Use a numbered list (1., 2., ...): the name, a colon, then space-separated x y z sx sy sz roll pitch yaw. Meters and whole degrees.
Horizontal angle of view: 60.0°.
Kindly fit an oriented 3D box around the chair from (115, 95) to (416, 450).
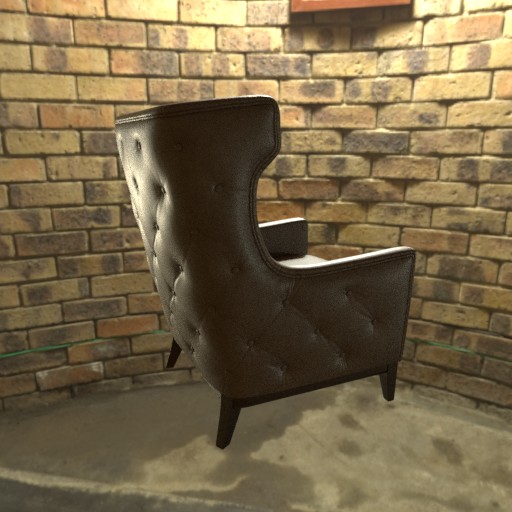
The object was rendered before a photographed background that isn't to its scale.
1. chair: 0.000 0.000 1.668 0.899 1.079 0.769 -7 17 -26
